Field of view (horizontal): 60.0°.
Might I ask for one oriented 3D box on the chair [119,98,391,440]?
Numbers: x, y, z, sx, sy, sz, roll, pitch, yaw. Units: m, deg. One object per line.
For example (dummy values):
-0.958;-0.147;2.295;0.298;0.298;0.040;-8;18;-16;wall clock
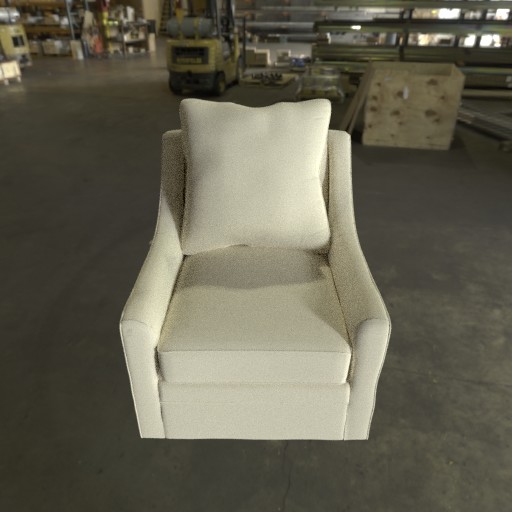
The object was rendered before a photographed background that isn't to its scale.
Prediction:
0.000;0.000;1.599;0.756;0.965;0.876;0;30;0;chair
